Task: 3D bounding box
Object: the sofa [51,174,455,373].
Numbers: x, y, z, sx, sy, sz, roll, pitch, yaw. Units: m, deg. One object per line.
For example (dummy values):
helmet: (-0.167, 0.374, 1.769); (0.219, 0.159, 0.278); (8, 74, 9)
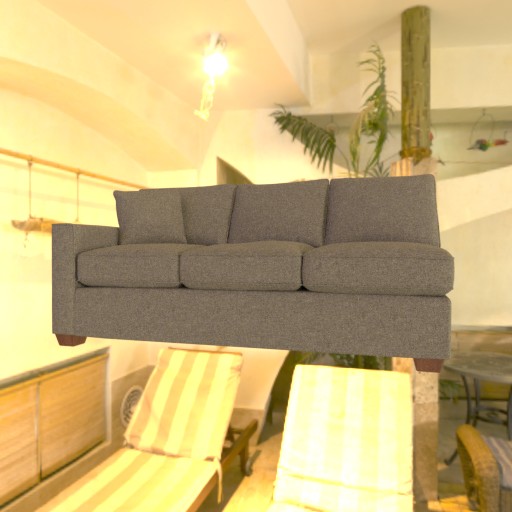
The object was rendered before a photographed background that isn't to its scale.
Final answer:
sofa: (0.000, 0.000, 2.499); (1.963, 0.946, 1.034); (0, 0, 17)
